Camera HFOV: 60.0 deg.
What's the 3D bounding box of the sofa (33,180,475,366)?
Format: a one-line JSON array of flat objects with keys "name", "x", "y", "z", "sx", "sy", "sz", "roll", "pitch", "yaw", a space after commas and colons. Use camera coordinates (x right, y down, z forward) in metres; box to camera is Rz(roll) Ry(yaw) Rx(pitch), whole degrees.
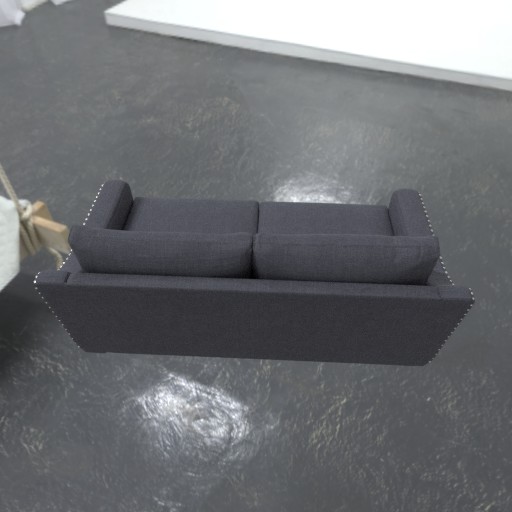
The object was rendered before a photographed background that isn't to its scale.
[{"name": "sofa", "x": 0.000, "y": 0.000, "z": 3.277, "sx": 2.550, "sy": 1.196, "sz": 1.336, "roll": 2, "pitch": 46, "yaw": 2}]
